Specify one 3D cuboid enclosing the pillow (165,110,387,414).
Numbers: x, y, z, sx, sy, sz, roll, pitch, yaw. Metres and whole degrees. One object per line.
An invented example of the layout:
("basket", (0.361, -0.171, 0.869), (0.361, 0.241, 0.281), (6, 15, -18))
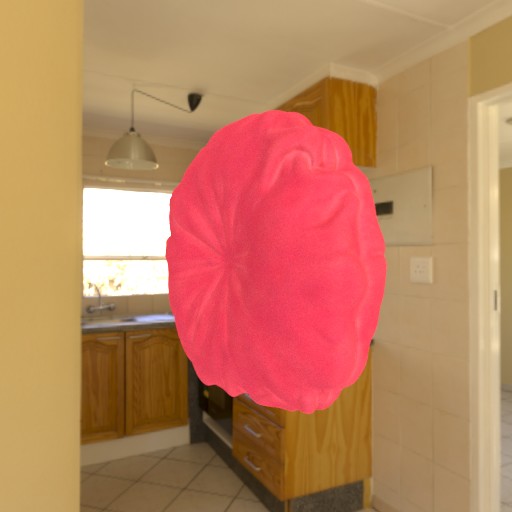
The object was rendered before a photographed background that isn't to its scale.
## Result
("pillow", (0.000, 0.000, 0.645), (0.148, 0.407, 0.428), (0, -1, -37))
